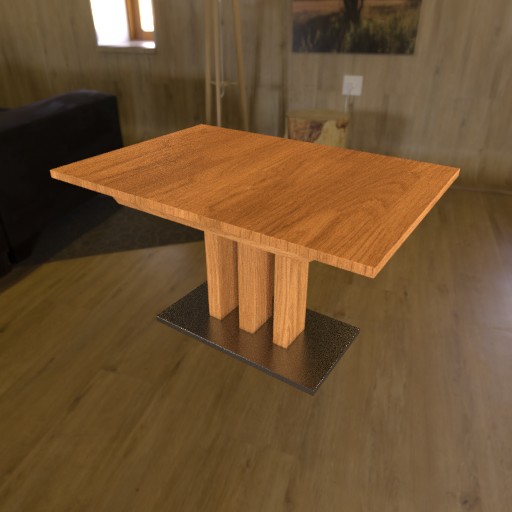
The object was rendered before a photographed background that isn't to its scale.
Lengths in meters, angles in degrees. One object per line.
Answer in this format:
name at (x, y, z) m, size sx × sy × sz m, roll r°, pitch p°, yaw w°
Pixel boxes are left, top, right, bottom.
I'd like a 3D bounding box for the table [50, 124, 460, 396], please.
table at (0.000, 0.000, 1.898) m, size 1.300 × 0.770 × 0.900 m, roll 18°, pitch 34°, yaw 29°
